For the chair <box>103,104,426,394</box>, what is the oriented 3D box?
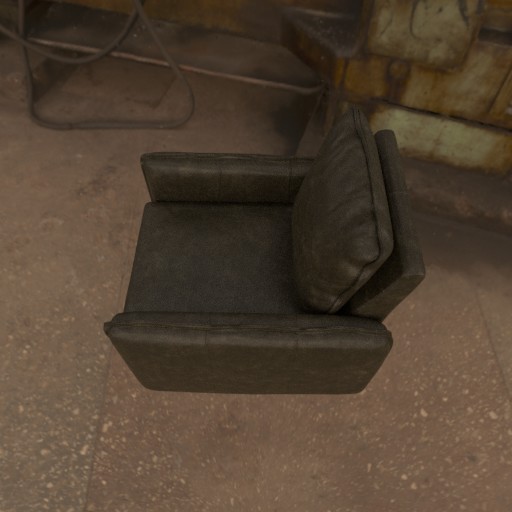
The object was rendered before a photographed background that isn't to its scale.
[{"bbox_3d":[0.000,0.000,1.624,0.921,0.921,0.830,1,57,1],"label":"chair"}]
